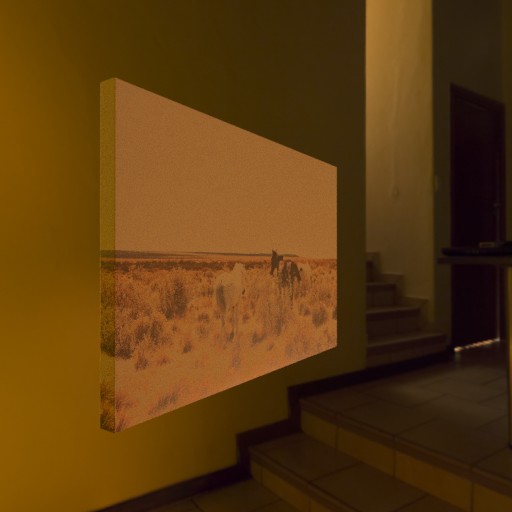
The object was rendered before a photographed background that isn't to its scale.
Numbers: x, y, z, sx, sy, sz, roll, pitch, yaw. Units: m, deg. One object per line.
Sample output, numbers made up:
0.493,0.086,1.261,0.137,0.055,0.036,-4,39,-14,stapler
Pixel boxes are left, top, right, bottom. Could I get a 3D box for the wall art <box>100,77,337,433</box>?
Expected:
0.000,0.000,1.429,0.051,0.761,1.138,0,0,35,wall art
